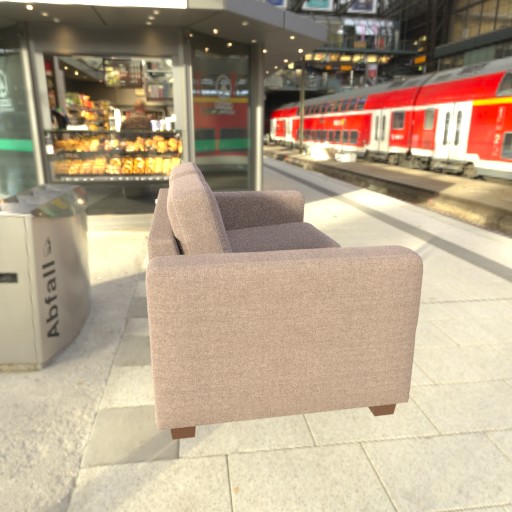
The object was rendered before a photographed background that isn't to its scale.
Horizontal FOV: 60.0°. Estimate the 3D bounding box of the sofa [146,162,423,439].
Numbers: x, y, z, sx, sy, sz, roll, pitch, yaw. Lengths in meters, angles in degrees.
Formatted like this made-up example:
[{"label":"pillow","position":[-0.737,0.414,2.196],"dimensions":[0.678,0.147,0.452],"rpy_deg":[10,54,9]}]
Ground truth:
[{"label":"sofa","position":[0.000,0.000,2.070],"dimensions":[0.900,0.800,1.520],"rpy_deg":[-3,17,-10]}]
